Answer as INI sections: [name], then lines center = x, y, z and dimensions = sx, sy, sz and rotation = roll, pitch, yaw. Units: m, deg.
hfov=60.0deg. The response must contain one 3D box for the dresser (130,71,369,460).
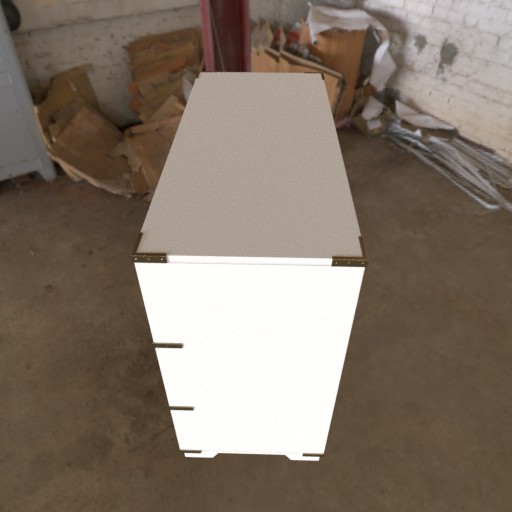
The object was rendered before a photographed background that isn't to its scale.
[dresser]
center = 0.000, 0.000, 1.528
dimensions = 0.460, 0.891, 1.022
rotation = 1, 41, 1
